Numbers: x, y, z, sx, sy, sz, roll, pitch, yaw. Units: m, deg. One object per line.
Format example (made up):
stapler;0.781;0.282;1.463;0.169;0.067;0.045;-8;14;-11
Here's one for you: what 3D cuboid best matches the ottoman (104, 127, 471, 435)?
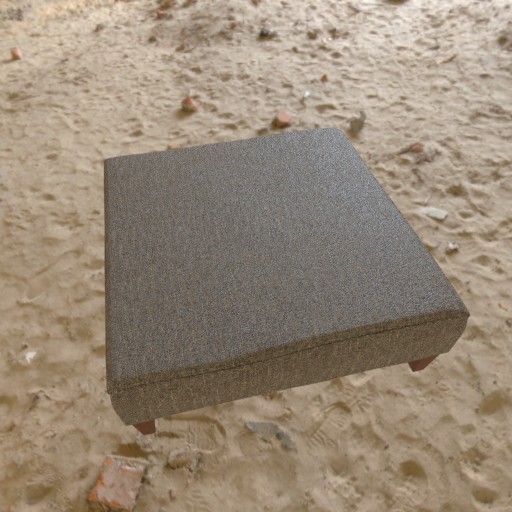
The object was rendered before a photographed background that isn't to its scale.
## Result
ottoman;0.000;0.000;1.555;0.981;0.379;1.016;-10;47;-9
